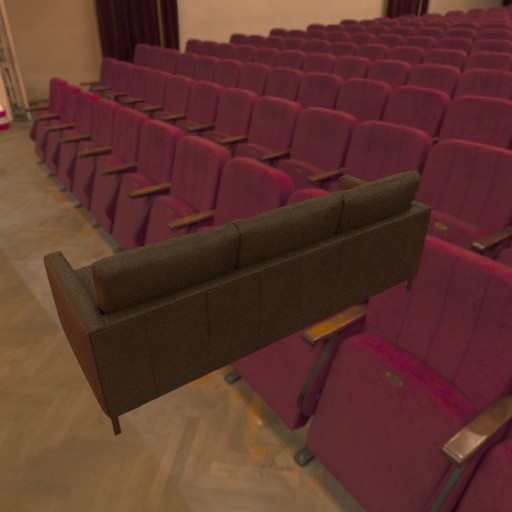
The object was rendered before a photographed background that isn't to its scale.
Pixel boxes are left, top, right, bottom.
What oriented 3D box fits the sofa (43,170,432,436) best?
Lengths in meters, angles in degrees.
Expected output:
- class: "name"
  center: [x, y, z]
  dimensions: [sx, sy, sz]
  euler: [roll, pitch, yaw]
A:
- class: "sofa"
  center: [0.000, 0.000, 2.434]
  dimensions: [2.029, 0.805, 0.748]
  euler: [-19, 35, -30]
